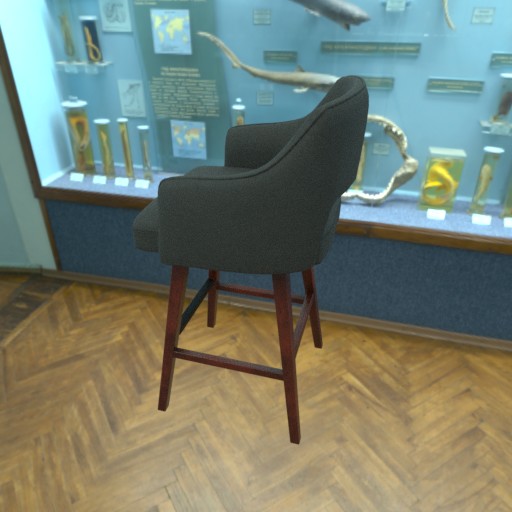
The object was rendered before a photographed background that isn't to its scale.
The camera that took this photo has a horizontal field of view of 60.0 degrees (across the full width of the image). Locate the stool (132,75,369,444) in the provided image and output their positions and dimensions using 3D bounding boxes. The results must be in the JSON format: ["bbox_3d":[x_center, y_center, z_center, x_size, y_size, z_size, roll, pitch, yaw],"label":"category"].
[{"bbox_3d":[0.000,0.000,1.350,0.558,1.012,0.548,8,31,14],"label":"stool"}]
